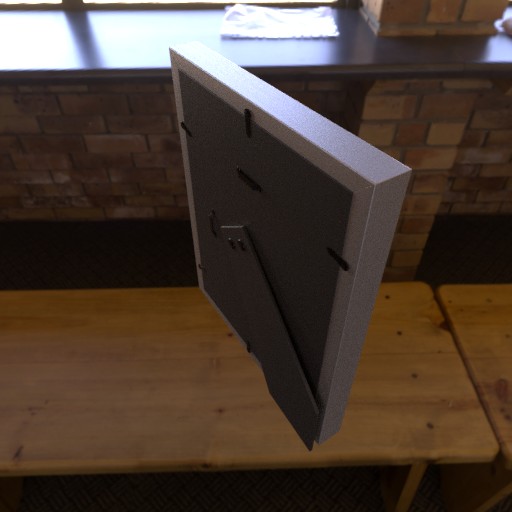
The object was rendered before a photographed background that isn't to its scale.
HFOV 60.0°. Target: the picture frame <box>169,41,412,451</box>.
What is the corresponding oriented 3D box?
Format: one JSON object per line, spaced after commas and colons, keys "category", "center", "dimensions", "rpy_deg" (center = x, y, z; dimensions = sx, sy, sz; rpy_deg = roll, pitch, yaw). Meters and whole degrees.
{"category": "picture frame", "center": [0.000, 0.000, 0.381], "dimensions": [0.036, 0.282, 0.233], "rpy_deg": [-24, 48, -23]}
